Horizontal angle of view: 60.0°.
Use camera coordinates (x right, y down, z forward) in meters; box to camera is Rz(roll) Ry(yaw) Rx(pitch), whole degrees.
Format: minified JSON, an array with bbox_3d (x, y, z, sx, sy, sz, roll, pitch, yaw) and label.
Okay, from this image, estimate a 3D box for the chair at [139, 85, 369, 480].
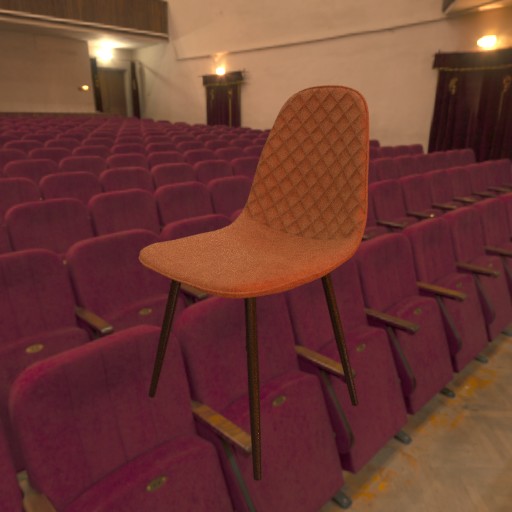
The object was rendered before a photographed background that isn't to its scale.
[{"bbox_3d":[0.000,0.000,1.198,0.561,0.889,0.472,-16,23,-42],"label":"chair"}]
